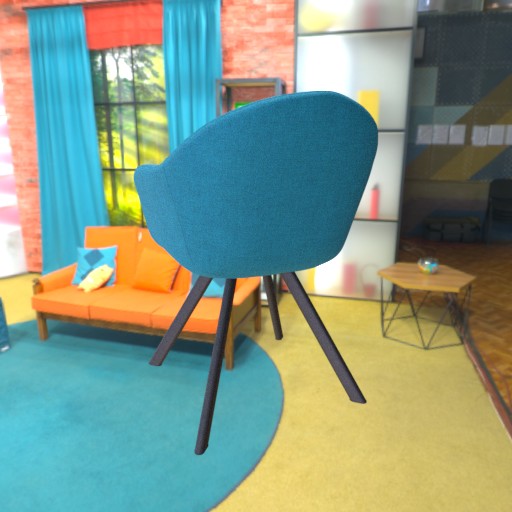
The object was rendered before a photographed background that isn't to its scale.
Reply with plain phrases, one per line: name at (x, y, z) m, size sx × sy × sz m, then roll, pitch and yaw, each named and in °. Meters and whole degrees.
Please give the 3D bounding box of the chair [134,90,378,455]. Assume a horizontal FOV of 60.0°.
chair at (0.000, 0.000, 1.170) m, size 0.545 × 0.775 × 0.565 m, roll -7°, pitch 16°, yaw -25°
